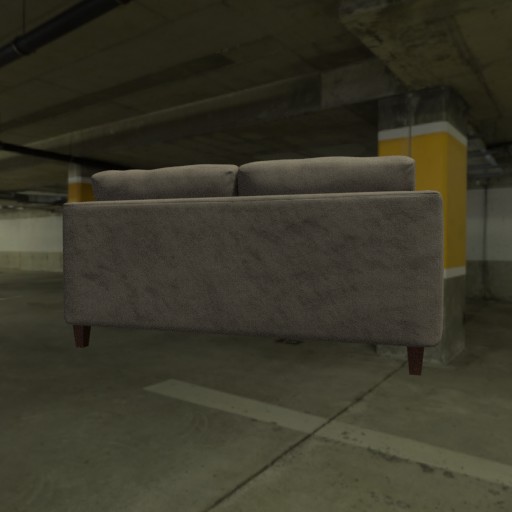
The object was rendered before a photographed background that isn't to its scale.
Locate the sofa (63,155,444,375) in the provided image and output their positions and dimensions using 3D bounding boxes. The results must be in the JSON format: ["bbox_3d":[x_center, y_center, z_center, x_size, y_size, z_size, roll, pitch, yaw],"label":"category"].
[{"bbox_3d":[0.000,0.000,2.500,1.884,0.963,0.950,0,2,17],"label":"sofa"}]
